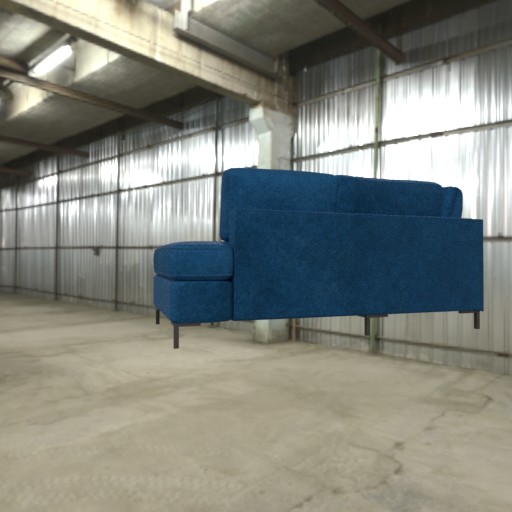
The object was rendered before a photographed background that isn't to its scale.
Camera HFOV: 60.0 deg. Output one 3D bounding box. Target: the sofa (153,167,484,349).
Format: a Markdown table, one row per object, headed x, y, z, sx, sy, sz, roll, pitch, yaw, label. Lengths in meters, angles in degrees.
| x | y | z | sx | sy | sz | roll | pitch | yaw | label |
| --- | --- | --- | --- | --- | --- | --- | --- | --- | --- |
| 0.000 | 0.000 | 4.197 | 2.055 | 0.992 | 3.434 | 0 | -1 | -18 | sofa |
